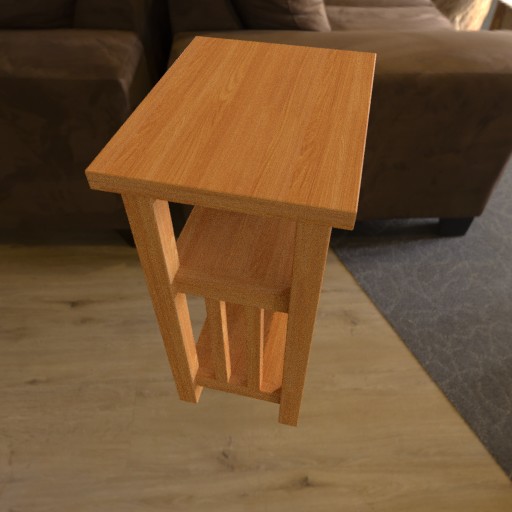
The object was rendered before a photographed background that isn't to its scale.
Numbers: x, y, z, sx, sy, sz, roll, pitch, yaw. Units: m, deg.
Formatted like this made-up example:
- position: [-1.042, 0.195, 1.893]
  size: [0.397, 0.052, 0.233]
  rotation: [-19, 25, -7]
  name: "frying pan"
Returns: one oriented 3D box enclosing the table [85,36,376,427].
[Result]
- position: [0.000, 0.000, 0.738]
  size: [0.270, 0.550, 0.350]
  rotation: [10, 48, 9]
  name: "table"
